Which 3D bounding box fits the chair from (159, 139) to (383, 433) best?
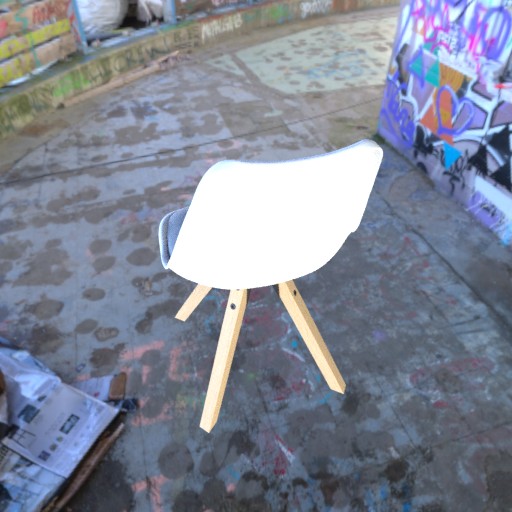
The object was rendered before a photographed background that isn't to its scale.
[{"bbox_3d":[0.000,0.000,1.173,0.485,0.850,0.550,-11,42,-13],"label":"chair"}]
